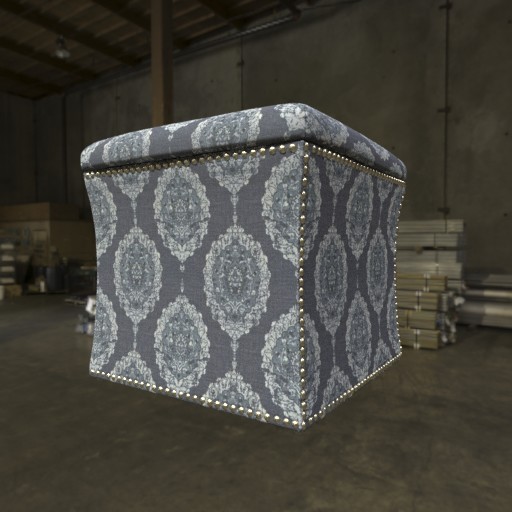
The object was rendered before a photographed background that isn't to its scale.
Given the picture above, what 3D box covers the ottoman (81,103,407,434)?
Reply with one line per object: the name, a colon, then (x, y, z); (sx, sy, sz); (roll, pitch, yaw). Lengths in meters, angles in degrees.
ottoman: (0.000, 0.000, 0.910); (0.497, 0.475, 0.507); (1, 2, 34)
